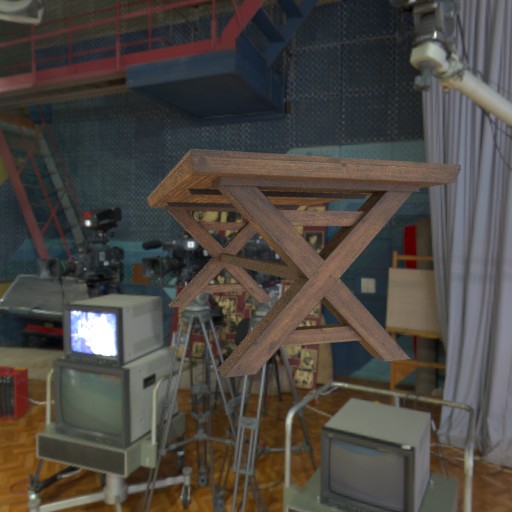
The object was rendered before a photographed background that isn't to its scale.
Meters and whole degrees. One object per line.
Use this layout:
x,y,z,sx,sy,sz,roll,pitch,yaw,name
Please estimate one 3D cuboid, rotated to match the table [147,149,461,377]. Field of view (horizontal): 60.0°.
0.000,0.000,2.540,1.071,0.793,1.966,-1,3,-18,table
